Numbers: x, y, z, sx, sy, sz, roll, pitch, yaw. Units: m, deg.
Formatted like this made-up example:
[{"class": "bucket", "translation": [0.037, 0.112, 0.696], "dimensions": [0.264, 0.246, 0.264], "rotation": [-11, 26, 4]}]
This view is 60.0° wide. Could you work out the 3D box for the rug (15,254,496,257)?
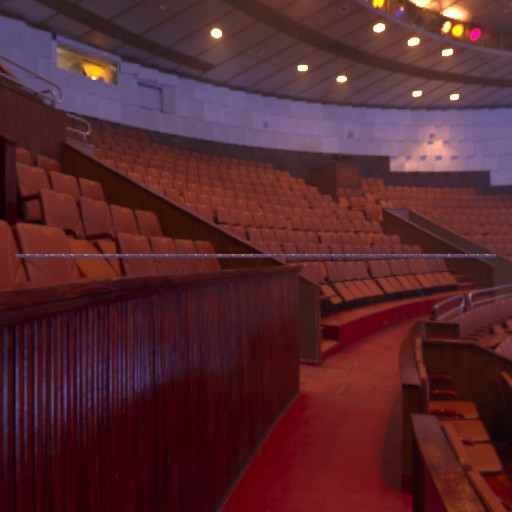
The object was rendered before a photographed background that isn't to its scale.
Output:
[{"class": "rug", "translation": [0.000, 0.000, 2.742], "dimensions": [2.144, 0.015, 1.543], "rotation": [0, 0, 1]}]
